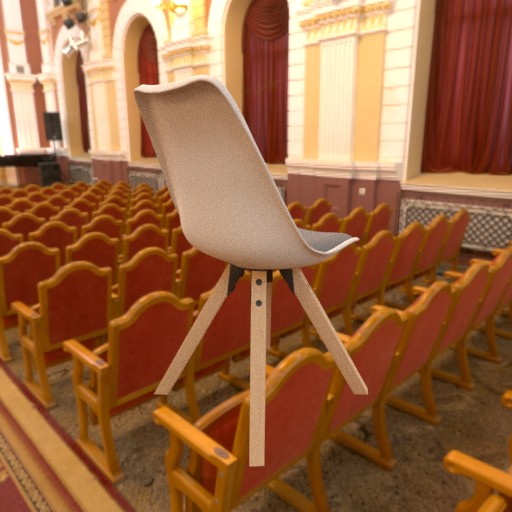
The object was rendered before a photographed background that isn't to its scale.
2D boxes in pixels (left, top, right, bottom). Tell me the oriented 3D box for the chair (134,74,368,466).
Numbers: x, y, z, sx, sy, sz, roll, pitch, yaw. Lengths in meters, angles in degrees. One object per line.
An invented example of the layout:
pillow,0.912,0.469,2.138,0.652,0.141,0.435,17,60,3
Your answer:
chair,0.000,0.000,1.201,0.550,0.850,0.485,-13,20,-42
